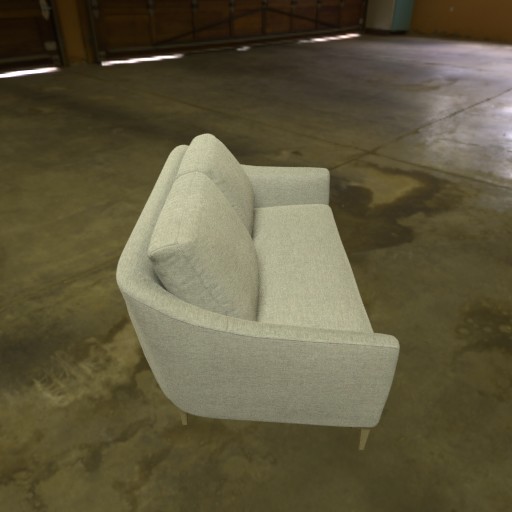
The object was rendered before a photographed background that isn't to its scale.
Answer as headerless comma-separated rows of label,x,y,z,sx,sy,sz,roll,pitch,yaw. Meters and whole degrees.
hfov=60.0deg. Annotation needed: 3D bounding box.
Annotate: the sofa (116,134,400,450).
sofa,0.000,0.000,2.188,0.960,0.904,1.619,0,32,0
